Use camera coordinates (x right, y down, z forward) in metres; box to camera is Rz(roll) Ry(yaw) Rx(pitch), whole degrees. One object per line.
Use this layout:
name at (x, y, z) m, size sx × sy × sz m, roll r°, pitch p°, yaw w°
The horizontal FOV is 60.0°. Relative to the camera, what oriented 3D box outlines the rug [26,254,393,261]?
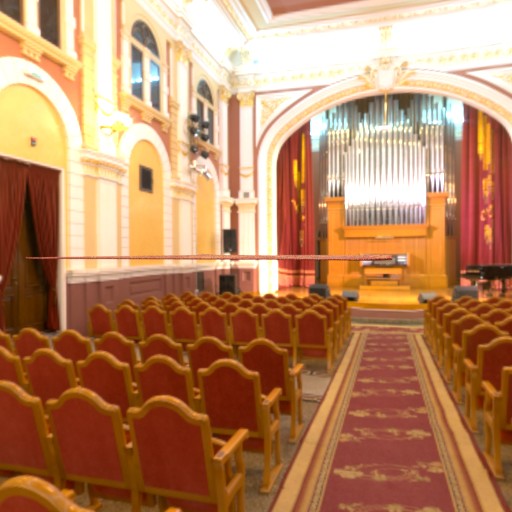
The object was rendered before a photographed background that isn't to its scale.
rug at (0.000, 0.000, 4.244) m, size 2.489 × 0.030 × 3.086 m, roll 0°, pitch 0°, yaw 17°
